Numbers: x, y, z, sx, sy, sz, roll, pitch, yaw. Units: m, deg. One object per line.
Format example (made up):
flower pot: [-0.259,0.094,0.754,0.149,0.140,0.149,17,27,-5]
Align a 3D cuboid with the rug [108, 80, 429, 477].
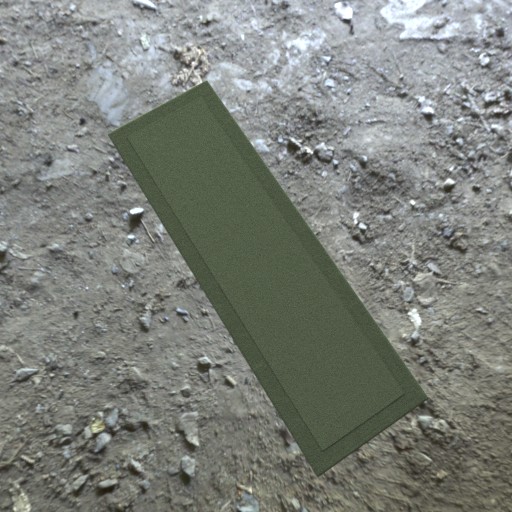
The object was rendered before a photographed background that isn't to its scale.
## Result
rug: [0.000,0.000,2.687,0.759,0.012,2.430,-32,78,-8]
